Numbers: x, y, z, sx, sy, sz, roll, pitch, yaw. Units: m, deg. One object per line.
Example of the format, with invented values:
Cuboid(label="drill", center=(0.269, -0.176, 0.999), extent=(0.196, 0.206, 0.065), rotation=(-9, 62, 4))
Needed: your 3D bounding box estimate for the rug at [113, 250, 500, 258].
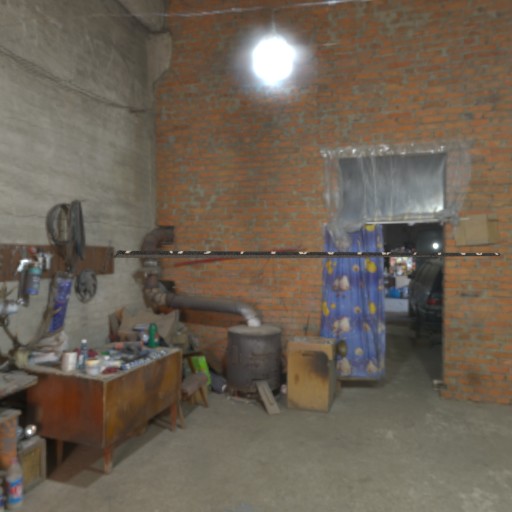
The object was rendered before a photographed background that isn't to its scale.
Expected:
Cuboid(label="rug", center=(0.000, 0.000, 4.000), extent=(2.439, 0.022, 3.047), rotation=(0, -1, -18))
